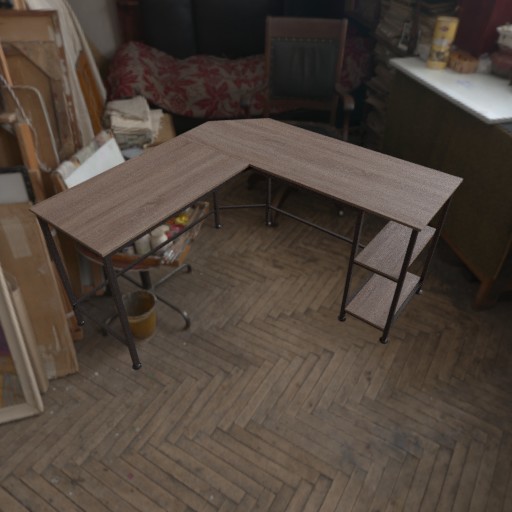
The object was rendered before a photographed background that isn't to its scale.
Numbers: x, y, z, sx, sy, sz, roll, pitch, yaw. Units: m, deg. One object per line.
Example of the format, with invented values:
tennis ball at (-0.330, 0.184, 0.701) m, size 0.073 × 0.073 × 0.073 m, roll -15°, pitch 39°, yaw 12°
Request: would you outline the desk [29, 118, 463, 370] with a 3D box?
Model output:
desk at (0.000, 0.000, 2.215) m, size 1.379 × 0.739 × 1.379 m, roll 27°, pitch 47°, yaw 28°
